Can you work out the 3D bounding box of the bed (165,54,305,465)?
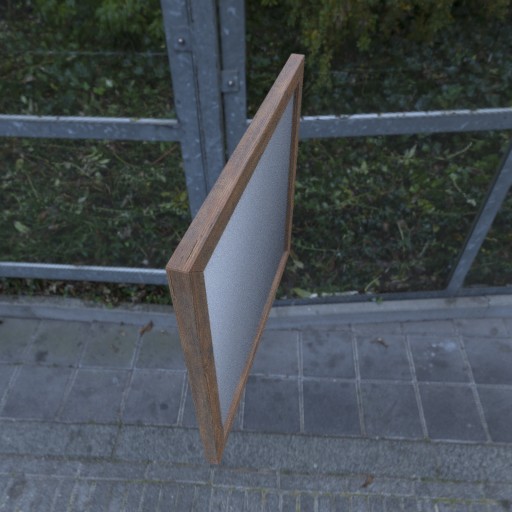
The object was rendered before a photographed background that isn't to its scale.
[{"bbox_3d":[0.000,0.000,1.492,0.046,0.942,1.046,12,46,11],"label":"bed"}]
